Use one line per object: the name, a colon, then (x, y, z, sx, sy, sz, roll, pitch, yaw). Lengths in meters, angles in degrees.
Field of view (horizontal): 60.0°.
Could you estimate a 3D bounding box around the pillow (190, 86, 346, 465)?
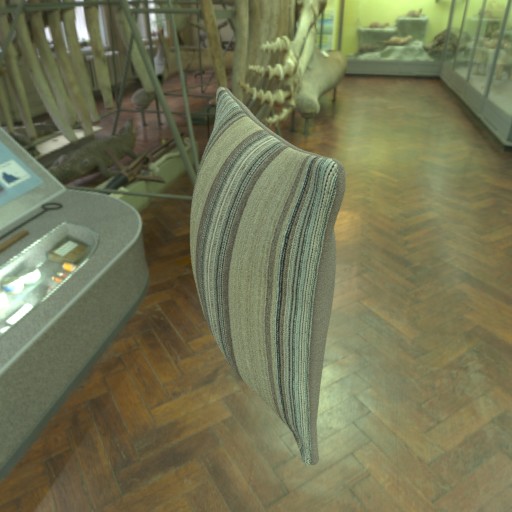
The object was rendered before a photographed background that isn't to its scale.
pillow: (0.000, 0.000, 0.660, 0.189, 0.416, 0.435, -9, 31, -15)
